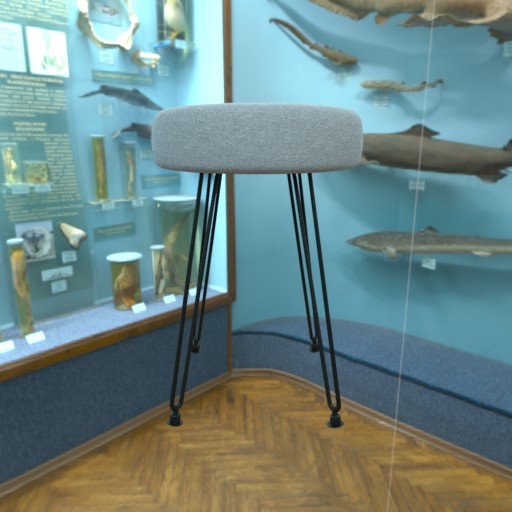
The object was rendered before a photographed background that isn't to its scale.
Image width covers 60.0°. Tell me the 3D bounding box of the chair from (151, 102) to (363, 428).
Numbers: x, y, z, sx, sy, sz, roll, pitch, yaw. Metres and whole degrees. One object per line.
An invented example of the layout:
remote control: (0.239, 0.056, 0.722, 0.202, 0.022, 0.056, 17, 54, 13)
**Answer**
chair: (0.000, 0.000, 0.692, 0.350, 0.440, 0.350, 14, 20, 43)
